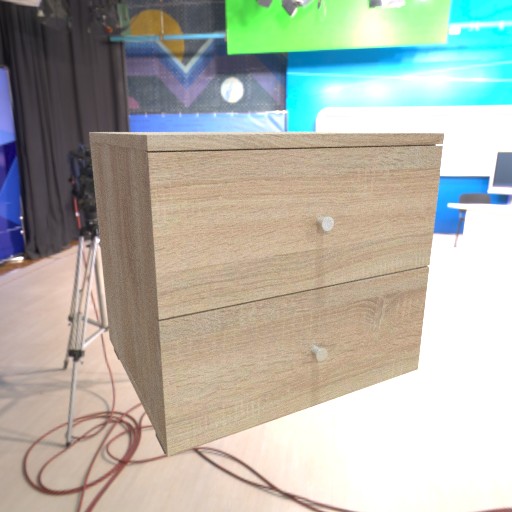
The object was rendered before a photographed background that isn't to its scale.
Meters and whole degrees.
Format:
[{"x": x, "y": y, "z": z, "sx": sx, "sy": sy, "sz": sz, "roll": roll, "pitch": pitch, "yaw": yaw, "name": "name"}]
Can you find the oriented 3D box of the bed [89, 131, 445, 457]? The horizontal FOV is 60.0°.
[{"x": 0.000, "y": 0.000, "z": 0.784, "sx": 0.460, "sy": 0.420, "sz": 0.401, "roll": -8, "pitch": 18, "yaw": -27, "name": "bed"}]
